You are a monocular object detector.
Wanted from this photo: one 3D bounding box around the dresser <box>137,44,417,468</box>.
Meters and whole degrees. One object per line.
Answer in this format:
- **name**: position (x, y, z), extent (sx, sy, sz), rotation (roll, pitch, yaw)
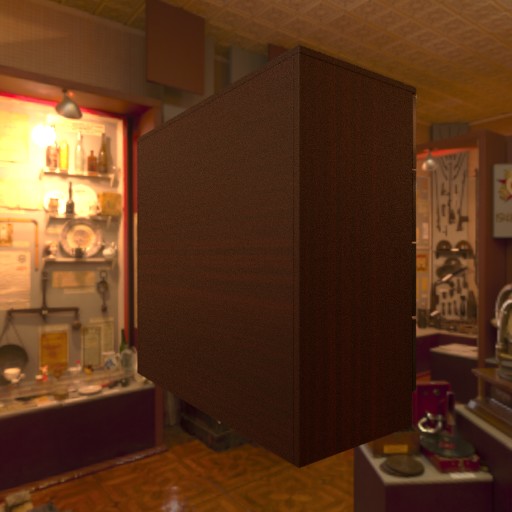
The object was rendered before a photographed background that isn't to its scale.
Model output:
- **dresser**: position (0.000, 0.000, 1.161), extent (0.360, 0.720, 0.750), rotation (0, 0, -36)
